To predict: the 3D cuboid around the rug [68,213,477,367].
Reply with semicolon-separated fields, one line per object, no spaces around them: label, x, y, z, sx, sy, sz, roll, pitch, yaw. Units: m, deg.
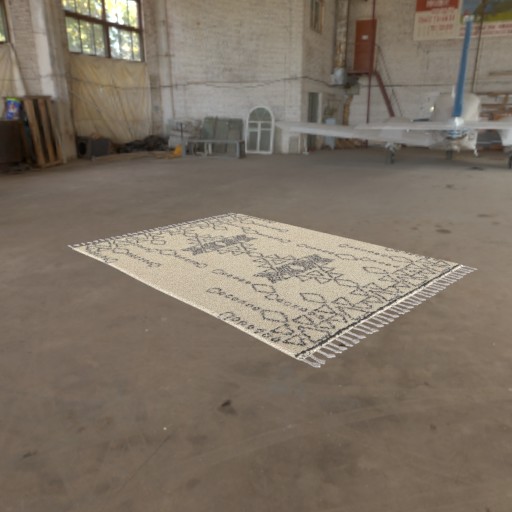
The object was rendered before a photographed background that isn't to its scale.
rug;0.000;0.000;3.945;2.125;0.028;3.027;-17;25;-42
